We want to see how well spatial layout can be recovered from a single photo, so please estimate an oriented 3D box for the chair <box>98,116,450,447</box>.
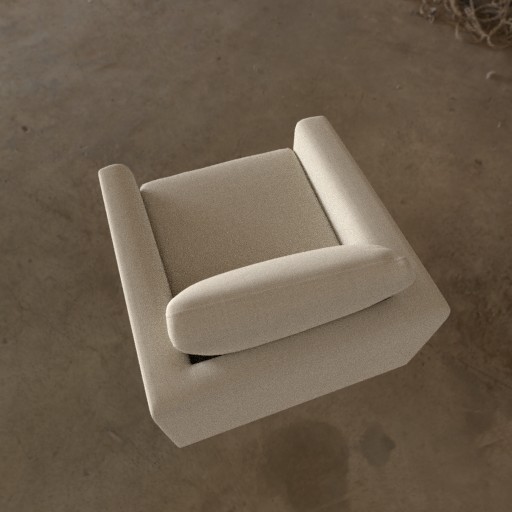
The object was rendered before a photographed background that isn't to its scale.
[{"bbox_3d":[0.000,0.000,1.859,1.070,0.876,1.100,-17,59,-10],"label":"chair"}]
